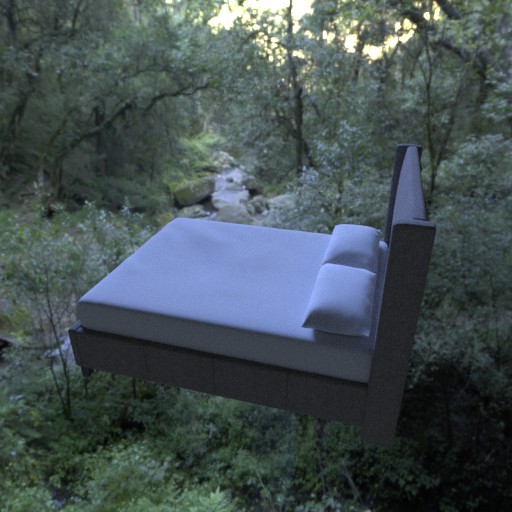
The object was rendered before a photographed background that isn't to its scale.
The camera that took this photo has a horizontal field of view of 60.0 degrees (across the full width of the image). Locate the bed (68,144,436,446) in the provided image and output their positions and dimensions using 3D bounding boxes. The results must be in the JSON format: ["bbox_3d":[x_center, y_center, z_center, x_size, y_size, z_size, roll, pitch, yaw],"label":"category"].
[{"bbox_3d":[0.000,0.000,3.385,2.245,1.476,1.714,8,28,15],"label":"bed"}]
